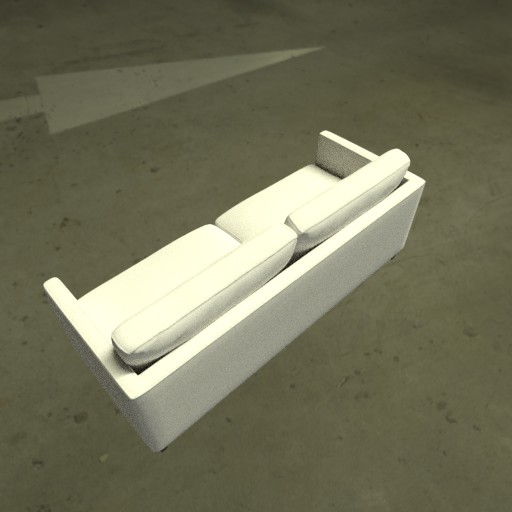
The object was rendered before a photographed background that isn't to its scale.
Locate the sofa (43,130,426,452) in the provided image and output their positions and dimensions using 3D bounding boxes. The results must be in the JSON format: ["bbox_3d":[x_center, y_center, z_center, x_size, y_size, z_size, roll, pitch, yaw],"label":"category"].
[{"bbox_3d":[0.000,0.000,2.907,2.361,0.962,0.951,-34,55,-28],"label":"sofa"}]
